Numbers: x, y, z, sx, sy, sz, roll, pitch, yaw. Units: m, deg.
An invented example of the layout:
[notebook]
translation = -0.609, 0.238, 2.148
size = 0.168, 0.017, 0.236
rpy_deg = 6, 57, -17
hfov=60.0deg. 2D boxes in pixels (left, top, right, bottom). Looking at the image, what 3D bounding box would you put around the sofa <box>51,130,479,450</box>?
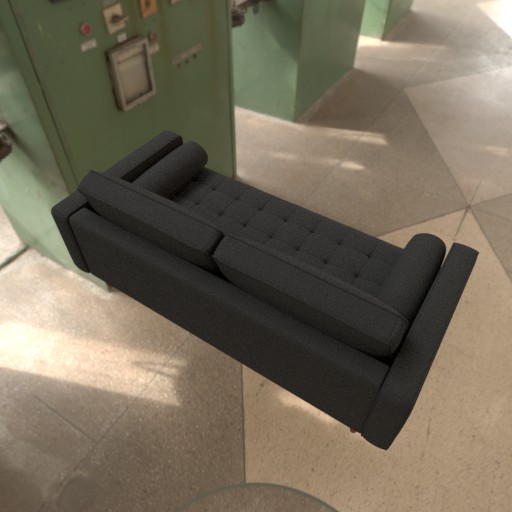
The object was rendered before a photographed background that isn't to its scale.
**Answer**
[sofa]
translation = 0.000, 0.000, 2.246
size = 1.875, 0.759, 0.914
rpy_deg = 26, 52, 22
